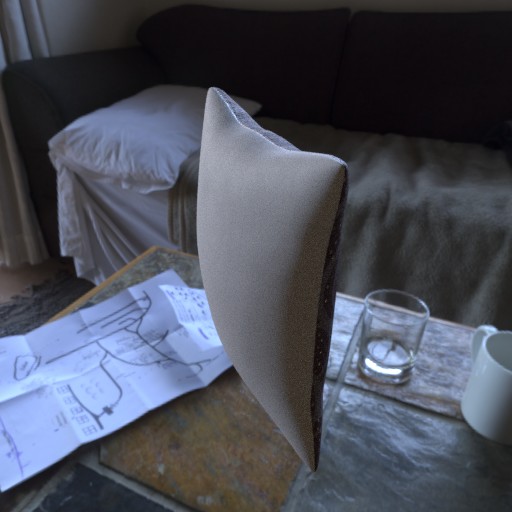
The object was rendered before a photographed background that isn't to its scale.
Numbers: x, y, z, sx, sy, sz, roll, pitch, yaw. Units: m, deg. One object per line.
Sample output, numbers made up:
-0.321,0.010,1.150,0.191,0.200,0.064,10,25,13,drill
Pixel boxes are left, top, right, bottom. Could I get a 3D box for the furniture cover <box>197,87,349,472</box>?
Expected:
0.000,0.000,0.810,0.193,0.509,0.552,-10,31,-17,furniture cover
